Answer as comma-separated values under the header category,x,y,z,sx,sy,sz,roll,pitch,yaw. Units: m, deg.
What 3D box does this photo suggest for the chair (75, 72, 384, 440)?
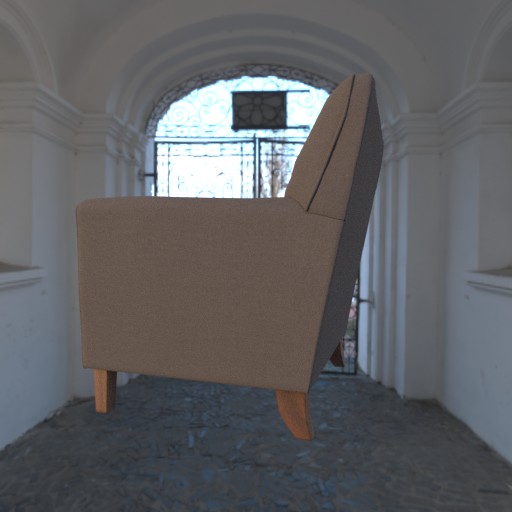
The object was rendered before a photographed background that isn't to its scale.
category,x,y,z,sx,sy,sz,roll,pitch,yaw
chair,0.000,0.000,1.543,0.831,0.911,0.836,0,2,18
